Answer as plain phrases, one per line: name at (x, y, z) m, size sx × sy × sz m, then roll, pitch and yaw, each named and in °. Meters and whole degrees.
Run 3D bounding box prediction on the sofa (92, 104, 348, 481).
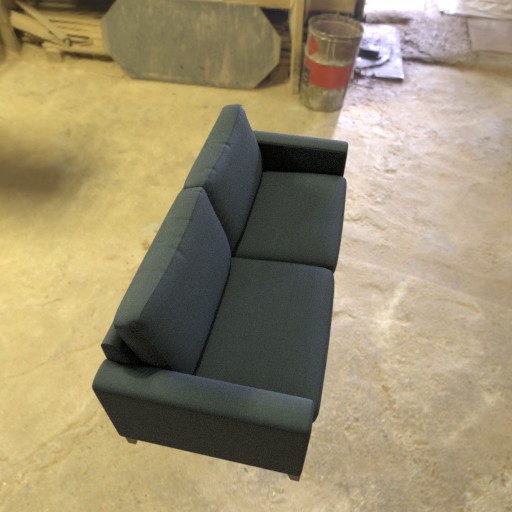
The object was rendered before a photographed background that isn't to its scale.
sofa at (0.000, 0.000, 2.363) m, size 0.877 × 0.865 × 1.900 m, roll 9°, pitch 48°, yaw 8°
